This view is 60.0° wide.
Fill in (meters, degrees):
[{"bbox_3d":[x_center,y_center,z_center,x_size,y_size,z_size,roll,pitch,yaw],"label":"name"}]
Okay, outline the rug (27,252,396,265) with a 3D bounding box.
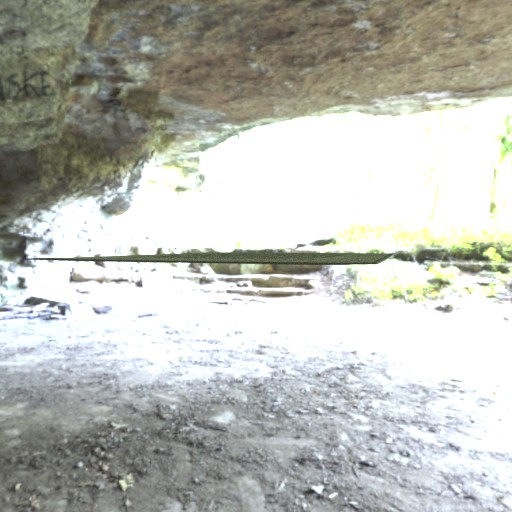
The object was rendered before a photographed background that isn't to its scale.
[{"bbox_3d":[0.000,0.000,4.224,2.451,0.026,3.069,1,2,19],"label":"rug"}]
